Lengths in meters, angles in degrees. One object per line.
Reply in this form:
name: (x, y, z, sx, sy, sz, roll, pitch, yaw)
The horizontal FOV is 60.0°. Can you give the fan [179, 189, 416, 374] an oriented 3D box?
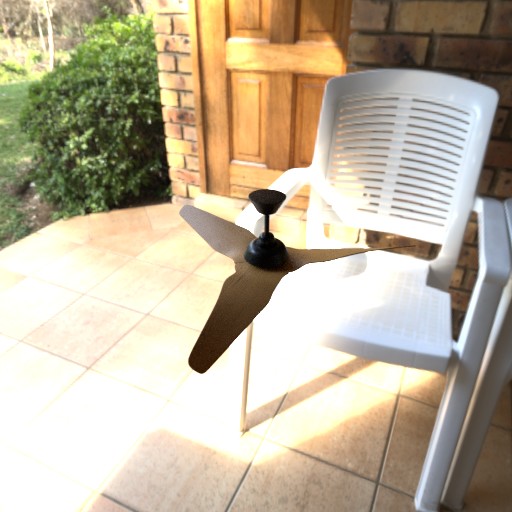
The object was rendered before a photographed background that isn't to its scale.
fan: (0.000, 0.000, 1.648, 1.142, 0.355, 1.010, 10, 32, 16)
